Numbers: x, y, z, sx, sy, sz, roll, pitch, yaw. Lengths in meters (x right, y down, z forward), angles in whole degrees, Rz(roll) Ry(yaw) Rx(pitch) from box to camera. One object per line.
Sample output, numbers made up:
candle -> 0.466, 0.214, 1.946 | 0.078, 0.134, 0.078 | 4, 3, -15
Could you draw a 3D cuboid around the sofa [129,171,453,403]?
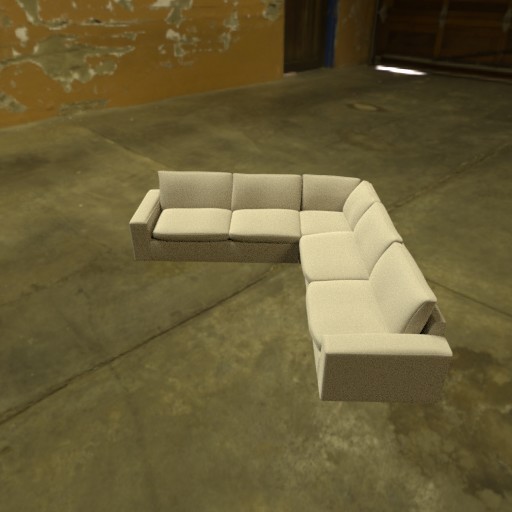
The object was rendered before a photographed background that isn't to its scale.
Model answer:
sofa -> 0.000, 0.000, 4.804 | 3.066, 0.918, 3.206 | 1, 30, 1
